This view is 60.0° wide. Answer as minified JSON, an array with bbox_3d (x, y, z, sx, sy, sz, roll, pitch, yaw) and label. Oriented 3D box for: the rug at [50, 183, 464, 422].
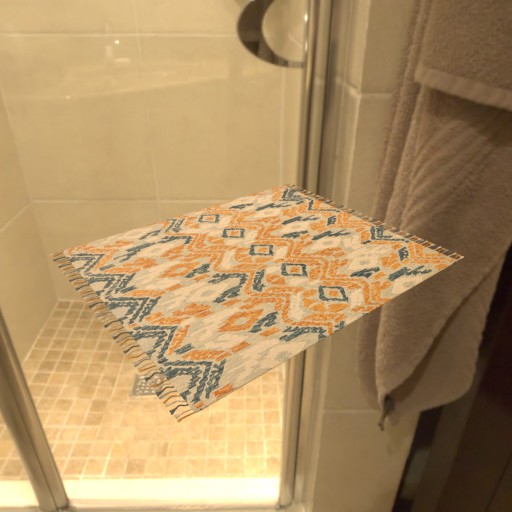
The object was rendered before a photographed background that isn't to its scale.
[{"bbox_3d":[0.000,0.000,4.158,3.048,0.010,2.439,-21,36,-32],"label":"rug"}]
